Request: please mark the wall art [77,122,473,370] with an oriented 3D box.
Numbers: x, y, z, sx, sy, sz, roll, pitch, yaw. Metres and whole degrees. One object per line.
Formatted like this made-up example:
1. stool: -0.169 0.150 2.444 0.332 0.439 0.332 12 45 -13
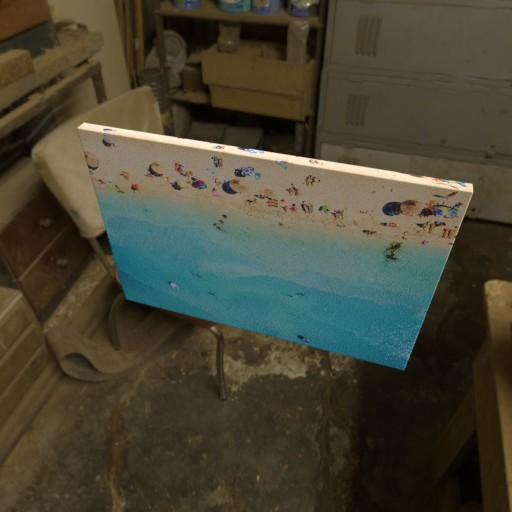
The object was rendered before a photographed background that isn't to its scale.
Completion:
1. wall art: 0.000 0.000 1.490 1.136 0.769 0.040 12 43 13
